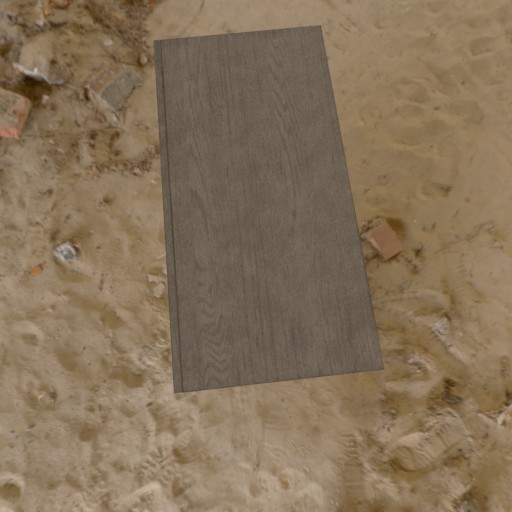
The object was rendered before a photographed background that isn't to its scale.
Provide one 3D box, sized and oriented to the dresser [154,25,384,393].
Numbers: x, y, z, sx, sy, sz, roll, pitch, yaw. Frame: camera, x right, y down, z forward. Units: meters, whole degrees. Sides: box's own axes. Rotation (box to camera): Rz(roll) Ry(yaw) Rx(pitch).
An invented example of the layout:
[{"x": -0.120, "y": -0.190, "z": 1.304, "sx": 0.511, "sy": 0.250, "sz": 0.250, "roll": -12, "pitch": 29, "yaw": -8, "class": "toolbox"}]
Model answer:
[{"x": 0.000, "y": 0.000, "z": 1.759, "sx": 0.483, "sy": 1.295, "sz": 0.967, "roll": -6, "pitch": 74, "yaw": -2, "class": "dresser"}]
